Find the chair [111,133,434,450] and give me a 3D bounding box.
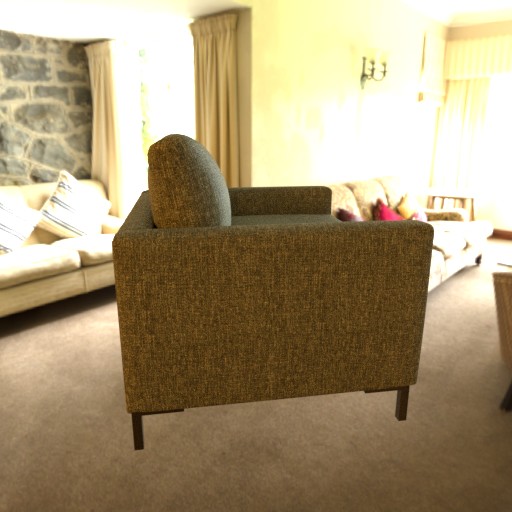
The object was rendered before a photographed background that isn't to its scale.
[{"bbox_3d":[0.000,0.000,1.617,0.866,0.861,0.963,-3,16,-9],"label":"chair"}]
